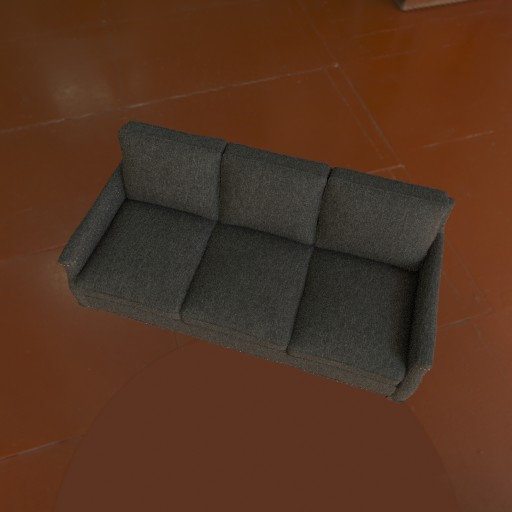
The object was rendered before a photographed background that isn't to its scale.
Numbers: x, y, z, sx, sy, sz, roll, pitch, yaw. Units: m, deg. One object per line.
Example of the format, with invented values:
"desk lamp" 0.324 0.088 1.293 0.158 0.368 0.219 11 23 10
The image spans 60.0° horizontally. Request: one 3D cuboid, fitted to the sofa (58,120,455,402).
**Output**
"sofa" 0.000 0.000 2.841 2.246 1.003 1.084 15 60 9
